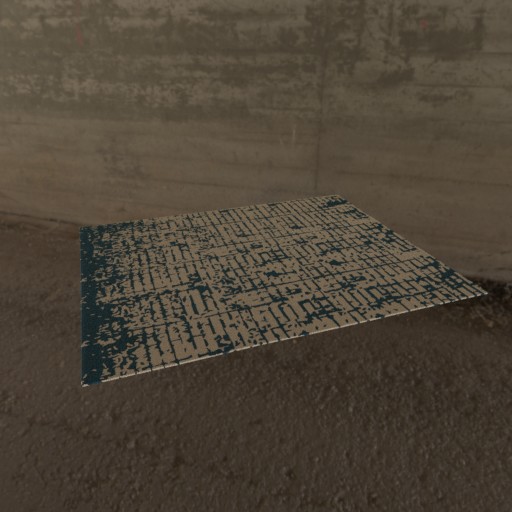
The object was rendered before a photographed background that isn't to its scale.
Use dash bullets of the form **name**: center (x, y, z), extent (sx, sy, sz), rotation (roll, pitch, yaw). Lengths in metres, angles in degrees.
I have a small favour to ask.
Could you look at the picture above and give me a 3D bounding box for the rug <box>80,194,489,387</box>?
- **rug**: center (0.000, 0.000, 4.033), extent (3.017, 0.014, 2.416), rotation (-9, 29, -17)
